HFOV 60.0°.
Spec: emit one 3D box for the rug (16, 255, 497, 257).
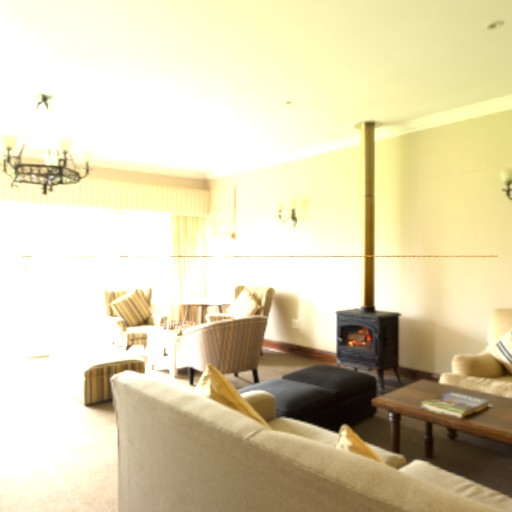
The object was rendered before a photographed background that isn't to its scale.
[{"bbox_3d":[0.000,0.000,2.621,2.443,0.009,0.771,0,0,1],"label":"rug"}]
